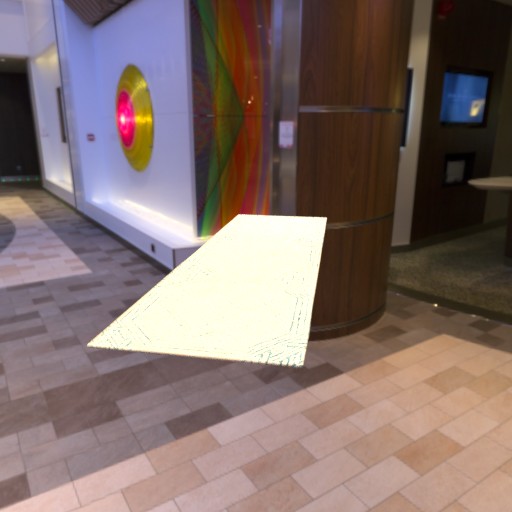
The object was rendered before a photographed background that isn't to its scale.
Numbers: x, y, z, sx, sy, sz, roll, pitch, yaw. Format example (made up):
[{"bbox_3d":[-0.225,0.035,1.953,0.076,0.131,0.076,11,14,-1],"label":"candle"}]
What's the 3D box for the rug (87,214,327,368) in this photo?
[{"bbox_3d":[0.000,0.000,2.662,0.775,0.012,2.452,3,17,10],"label":"rug"}]
